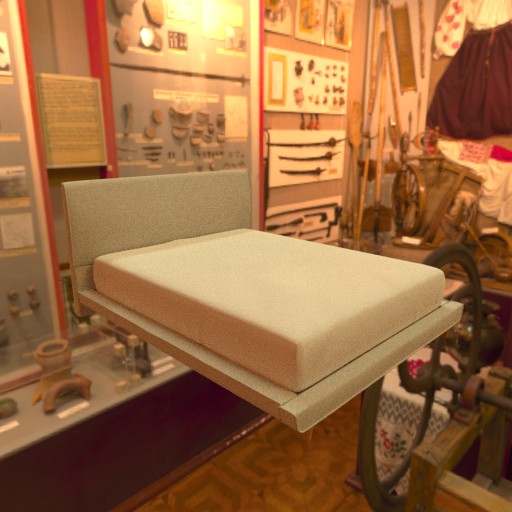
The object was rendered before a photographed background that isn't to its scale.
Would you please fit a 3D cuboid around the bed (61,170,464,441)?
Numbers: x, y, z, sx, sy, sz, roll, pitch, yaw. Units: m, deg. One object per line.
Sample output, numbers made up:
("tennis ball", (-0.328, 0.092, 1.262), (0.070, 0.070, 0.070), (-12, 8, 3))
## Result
("bed", (0.000, 0.000, 3.451), (1.980, 1.126, 2.498), (-15, 21, -43))
